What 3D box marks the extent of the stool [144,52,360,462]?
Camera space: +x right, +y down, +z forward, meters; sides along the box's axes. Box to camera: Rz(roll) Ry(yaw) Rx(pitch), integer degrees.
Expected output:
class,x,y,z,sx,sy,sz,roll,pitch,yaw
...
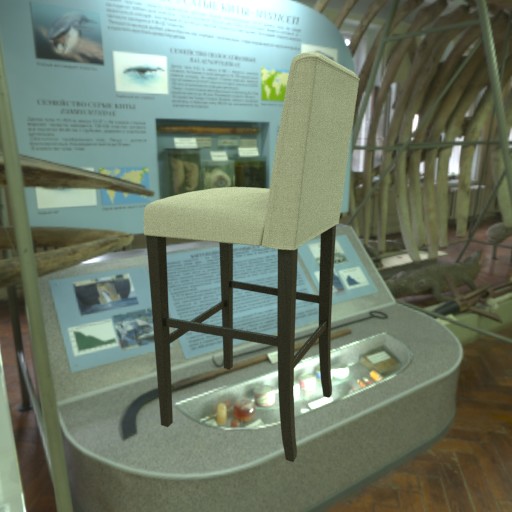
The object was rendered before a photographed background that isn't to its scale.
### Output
class,x,y,z,sx,sy,sz,roll,pitch,yaw
stool,0.000,0.000,1.422,0.509,1.116,0.474,7,16,25
